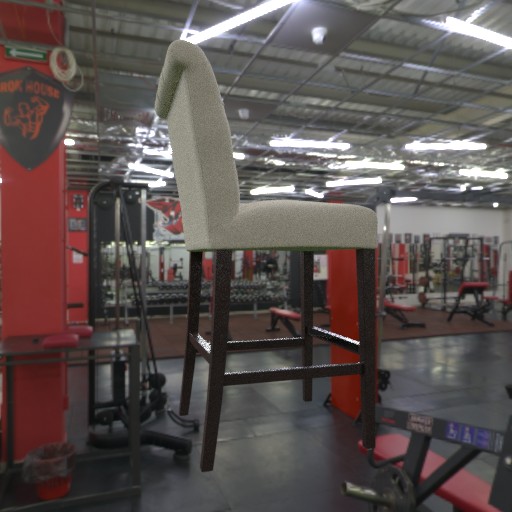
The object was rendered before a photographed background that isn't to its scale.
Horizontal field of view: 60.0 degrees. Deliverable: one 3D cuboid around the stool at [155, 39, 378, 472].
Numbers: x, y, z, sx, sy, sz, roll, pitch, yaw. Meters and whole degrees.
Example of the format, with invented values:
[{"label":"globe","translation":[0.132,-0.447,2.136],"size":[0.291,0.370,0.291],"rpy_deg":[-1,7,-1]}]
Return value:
[{"label":"stool","translation":[0.000,0.000,1.416],"size":[0.610,1.118,0.482],"rpy_deg":[0,0,-17]}]
